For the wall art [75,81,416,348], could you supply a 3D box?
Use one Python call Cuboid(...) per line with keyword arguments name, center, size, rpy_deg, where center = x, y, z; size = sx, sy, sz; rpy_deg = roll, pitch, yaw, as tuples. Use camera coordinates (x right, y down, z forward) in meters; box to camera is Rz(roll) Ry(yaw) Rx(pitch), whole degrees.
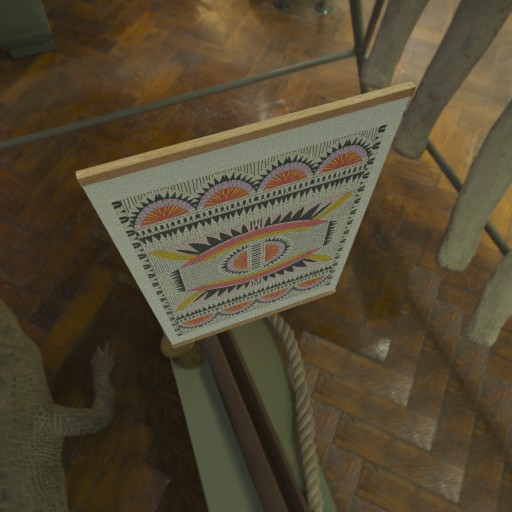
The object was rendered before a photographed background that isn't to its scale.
Cuboid(name="wall art", center=(0.000, 0.000, 1.914), size=(0.999, 1.533, 0.028), rpy_deg=(-18, 63, -9))
